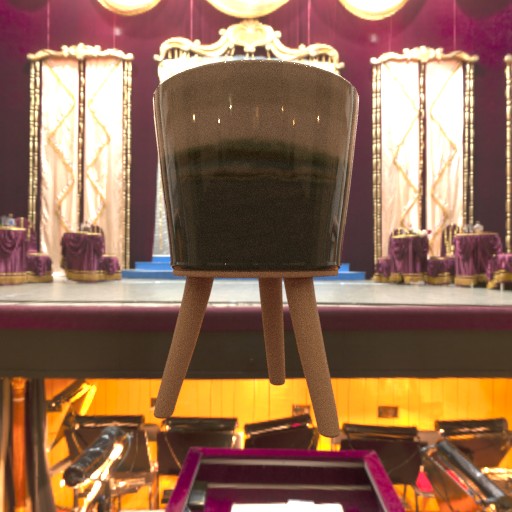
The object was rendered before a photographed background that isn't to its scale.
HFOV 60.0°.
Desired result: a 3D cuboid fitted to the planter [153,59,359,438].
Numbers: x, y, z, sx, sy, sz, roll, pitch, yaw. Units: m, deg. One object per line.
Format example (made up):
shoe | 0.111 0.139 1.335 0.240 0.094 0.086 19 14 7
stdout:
planter | 0.000 0.000 0.478 0.217 0.331 0.217 0 0 -1
